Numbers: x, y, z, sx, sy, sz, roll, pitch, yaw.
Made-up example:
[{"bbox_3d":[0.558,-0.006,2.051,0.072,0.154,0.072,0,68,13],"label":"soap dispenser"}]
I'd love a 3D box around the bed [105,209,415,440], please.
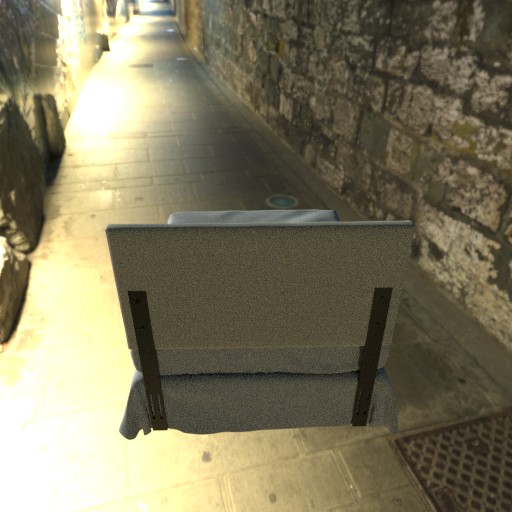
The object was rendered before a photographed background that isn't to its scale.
[{"bbox_3d":[0.000,0.000,3.572,1.936,1.577,2.222,-1,31,-1],"label":"bed"}]
